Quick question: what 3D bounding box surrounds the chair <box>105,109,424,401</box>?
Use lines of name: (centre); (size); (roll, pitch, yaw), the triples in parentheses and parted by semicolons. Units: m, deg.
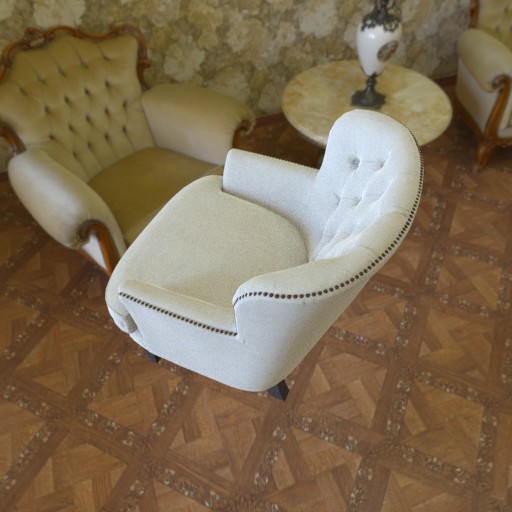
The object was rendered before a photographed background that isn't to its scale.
chair: (0.000, 0.000, 1.548); (0.906, 0.868, 0.848); (18, 50, 15)
